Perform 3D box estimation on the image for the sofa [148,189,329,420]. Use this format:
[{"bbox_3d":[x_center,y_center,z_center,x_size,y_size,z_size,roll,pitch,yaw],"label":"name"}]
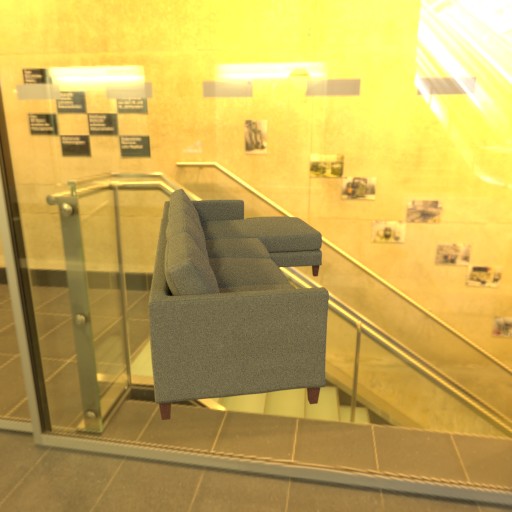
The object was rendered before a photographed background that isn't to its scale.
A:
[{"bbox_3d":[0.000,0.000,3.848,1.625,0.861,3.186,-3,16,-10],"label":"sofa"}]
